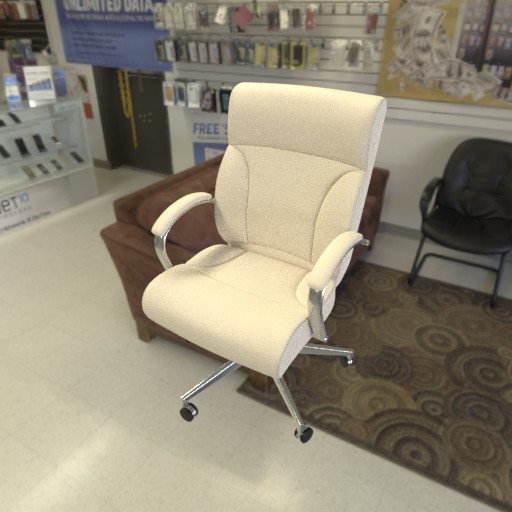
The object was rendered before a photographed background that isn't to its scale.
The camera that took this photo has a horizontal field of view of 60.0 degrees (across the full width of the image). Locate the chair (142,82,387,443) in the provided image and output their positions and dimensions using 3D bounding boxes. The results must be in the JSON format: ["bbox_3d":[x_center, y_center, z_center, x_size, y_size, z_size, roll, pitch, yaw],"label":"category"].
[{"bbox_3d":[0.000,0.000,1.610,0.727,1.099,0.745,18,34,29],"label":"chair"}]
